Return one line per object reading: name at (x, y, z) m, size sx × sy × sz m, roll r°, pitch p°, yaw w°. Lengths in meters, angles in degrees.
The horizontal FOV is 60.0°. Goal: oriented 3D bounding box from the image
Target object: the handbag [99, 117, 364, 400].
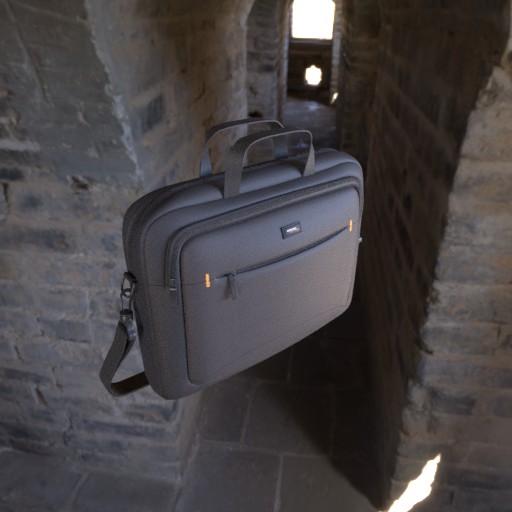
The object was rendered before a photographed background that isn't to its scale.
handbag at (0.000, 0.000, 0.586) m, size 0.429 × 0.330 × 0.126 m, roll -21°, pitch 36°, yaw -32°
